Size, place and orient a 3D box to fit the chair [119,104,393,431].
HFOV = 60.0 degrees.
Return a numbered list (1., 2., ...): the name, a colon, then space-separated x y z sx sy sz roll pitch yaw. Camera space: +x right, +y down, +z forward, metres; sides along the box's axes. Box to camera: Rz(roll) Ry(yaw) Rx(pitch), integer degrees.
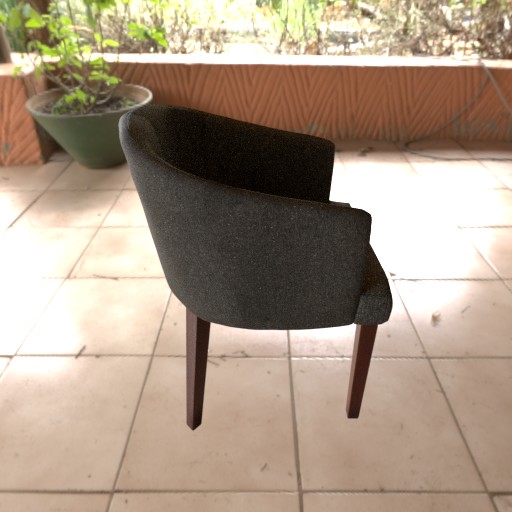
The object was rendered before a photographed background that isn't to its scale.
1. chair: 0.000 0.000 1.277 0.655 0.811 0.583 0 31 0
